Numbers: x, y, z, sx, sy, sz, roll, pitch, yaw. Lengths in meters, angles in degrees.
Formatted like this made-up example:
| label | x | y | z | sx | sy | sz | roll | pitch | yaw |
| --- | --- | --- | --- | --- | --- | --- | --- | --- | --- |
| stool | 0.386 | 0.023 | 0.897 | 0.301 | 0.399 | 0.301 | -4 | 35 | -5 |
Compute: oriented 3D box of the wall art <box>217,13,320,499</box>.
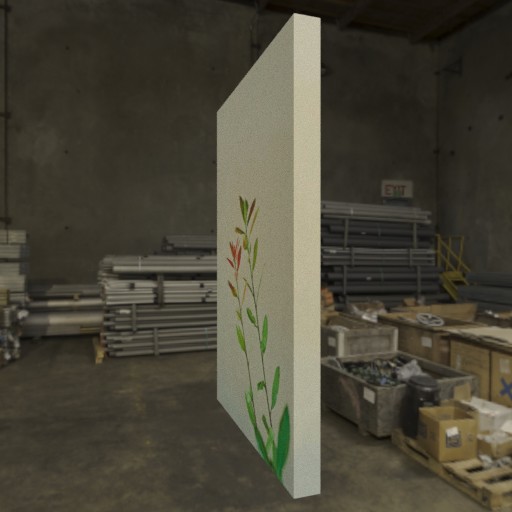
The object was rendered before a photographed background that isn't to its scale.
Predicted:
| label | x | y | z | sx | sy | sz | roll | pitch | yaw |
| --- | --- | --- | --- | --- | --- | --- | --- | --- | --- |
| wall art | 0.000 | 0.000 | 0.756 | 0.038 | 0.611 | 0.408 | 0 | 0 | -19 |
